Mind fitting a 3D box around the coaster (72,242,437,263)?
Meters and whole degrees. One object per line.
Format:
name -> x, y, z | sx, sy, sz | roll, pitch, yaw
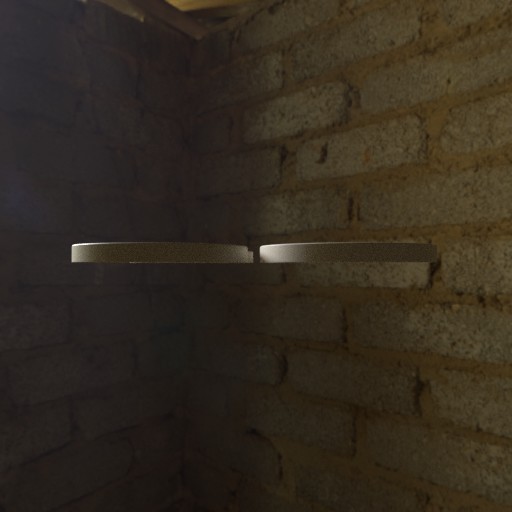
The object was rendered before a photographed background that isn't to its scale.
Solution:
coaster -> 0.000, 0.000, 0.338 | 0.224, 0.010, 0.220 | 0, -1, 1
